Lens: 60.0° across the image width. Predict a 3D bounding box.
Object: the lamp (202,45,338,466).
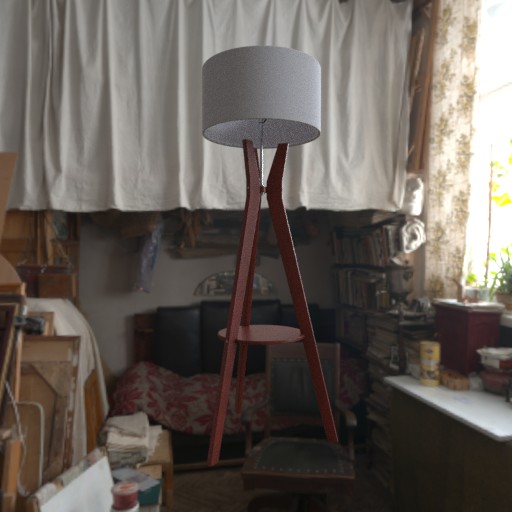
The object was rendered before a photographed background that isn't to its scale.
[{"bbox_3d":[0.000,0.000,1.762,0.539,1.472,0.542,1,1,38],"label":"lamp"}]
